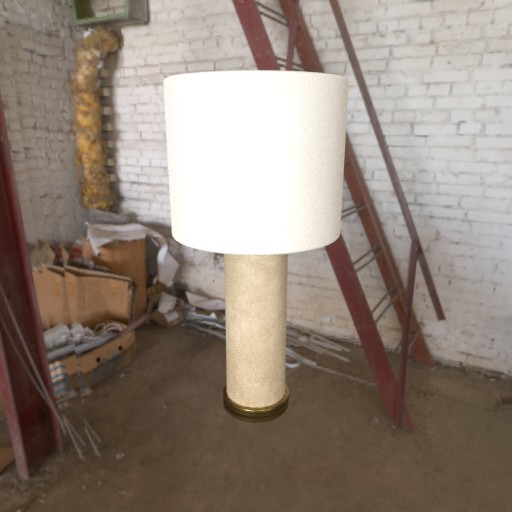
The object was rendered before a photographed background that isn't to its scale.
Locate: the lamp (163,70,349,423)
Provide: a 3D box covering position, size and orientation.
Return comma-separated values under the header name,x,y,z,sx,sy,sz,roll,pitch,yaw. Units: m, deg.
name,x,y,z,sx,sy,sz,roll,pitch,yaw
lamp,0.000,0.000,0.832,0.305,0.634,0.305,-8,18,-25
